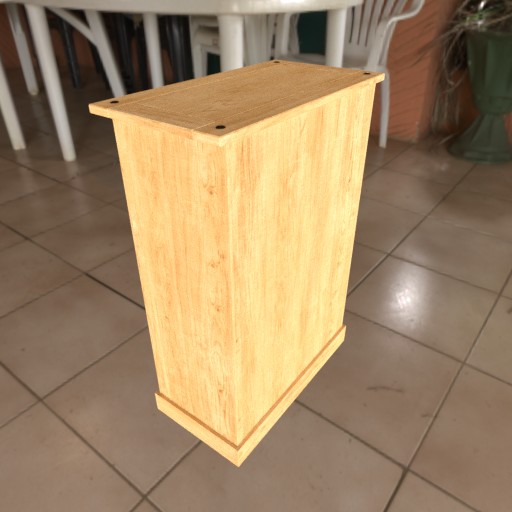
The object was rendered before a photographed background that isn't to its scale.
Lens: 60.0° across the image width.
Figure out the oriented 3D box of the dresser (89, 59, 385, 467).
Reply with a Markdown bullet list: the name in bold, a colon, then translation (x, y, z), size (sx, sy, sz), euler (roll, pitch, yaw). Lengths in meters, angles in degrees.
- **dresser**: translation (0.000, 0.000, 1.771), size (0.485, 1.300, 0.915), euler (22, 39, 30)
